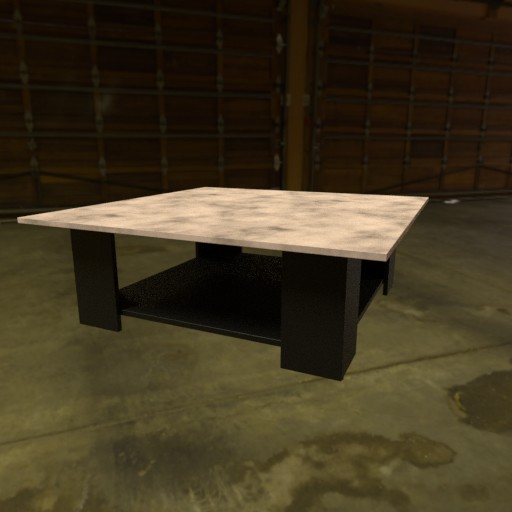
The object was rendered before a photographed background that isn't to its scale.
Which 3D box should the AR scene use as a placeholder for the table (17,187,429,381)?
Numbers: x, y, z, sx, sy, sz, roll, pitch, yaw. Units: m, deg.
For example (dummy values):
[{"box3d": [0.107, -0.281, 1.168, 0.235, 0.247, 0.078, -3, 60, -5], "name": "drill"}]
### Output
[{"box3d": [0.000, 0.000, 1.344, 0.890, 0.305, 0.890, 6, 15, 24], "name": "table"}]
